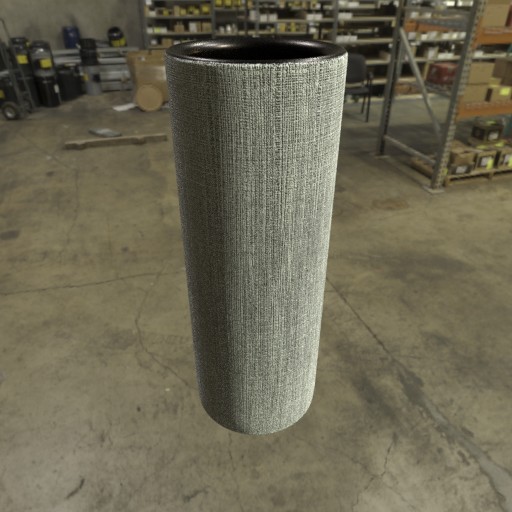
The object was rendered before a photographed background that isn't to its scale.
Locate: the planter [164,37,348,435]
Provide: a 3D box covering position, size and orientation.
[{"bbox_3d":[0.000,0.000,0.315,0.100,0.270,0.100,-10,34,-16],"label":"planter"}]
